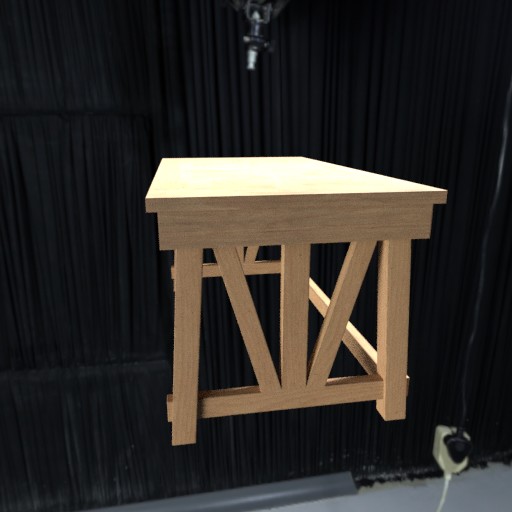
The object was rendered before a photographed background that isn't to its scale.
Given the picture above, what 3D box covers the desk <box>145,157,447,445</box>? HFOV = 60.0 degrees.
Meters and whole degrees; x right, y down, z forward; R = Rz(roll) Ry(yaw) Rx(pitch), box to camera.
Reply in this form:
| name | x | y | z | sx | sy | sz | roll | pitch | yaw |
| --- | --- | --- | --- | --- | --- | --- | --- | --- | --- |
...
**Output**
| name | x | y | z | sx | sy | sz | roll | pitch | yaw |
| --- | --- | --- | --- | --- | --- | --- | --- | --- | --- |
| desk | 0.000 | 0.000 | 1.971 | 0.813 | 0.762 | 1.499 | -3 | 16 | -9 |
